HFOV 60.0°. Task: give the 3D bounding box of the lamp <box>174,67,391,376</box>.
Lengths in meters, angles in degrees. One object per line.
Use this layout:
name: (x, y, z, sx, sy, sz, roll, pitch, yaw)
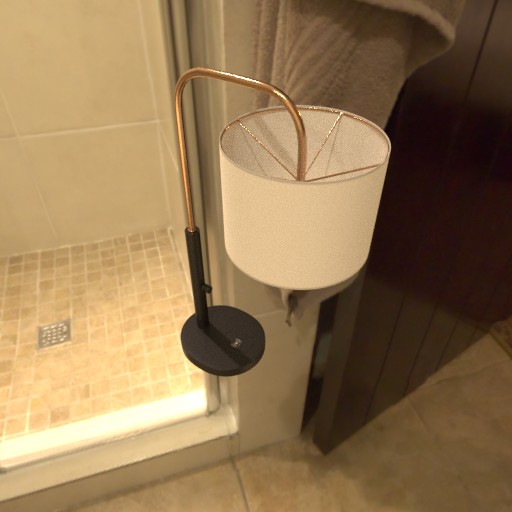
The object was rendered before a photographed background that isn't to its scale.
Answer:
lamp: (0.000, 0.000, 0.691, 0.337, 0.540, 0.199, 25, 46, 26)
